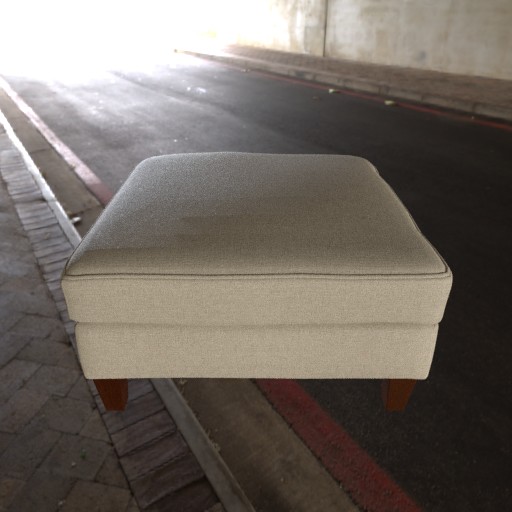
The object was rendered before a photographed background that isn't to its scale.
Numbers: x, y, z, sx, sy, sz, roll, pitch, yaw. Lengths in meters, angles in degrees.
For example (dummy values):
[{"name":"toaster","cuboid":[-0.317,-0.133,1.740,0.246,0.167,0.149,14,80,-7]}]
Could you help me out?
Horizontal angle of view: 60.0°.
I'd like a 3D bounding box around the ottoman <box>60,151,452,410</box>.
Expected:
[{"name":"ottoman","cuboid":[0.000,0.000,1.353,0.838,0.478,0.838,0,29,0]}]
